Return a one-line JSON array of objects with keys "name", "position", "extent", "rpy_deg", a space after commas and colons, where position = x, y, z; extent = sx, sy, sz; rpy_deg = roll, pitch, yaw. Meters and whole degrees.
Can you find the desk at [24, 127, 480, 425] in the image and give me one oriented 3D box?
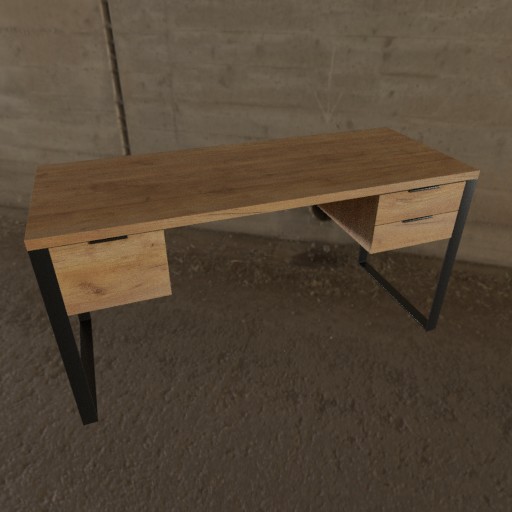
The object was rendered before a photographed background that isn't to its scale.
[{"name": "desk", "position": [0.000, 0.000, 1.831], "extent": [1.520, 0.760, 0.600], "rpy_deg": [-11, 34, -17]}]
